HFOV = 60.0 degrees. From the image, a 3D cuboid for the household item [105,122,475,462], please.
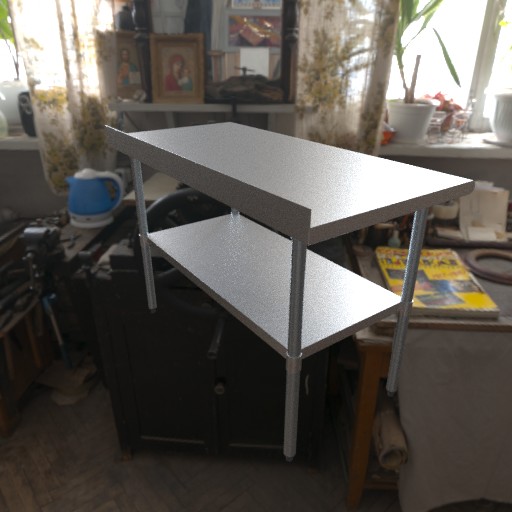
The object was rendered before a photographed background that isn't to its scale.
[{"bbox_3d":[0.000,0.000,1.664,0.610,0.851,1.219,-17,31,-32],"label":"household item"}]
